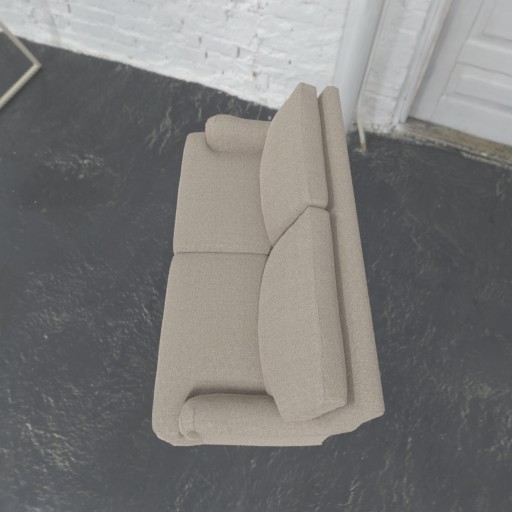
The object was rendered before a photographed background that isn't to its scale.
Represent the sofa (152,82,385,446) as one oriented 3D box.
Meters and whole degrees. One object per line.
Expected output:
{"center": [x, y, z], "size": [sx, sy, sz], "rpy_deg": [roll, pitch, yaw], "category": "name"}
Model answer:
{"center": [0.000, 0.000, 2.770], "size": [1.087, 1.054, 2.160], "rpy_deg": [0, 58, 0], "category": "sofa"}
